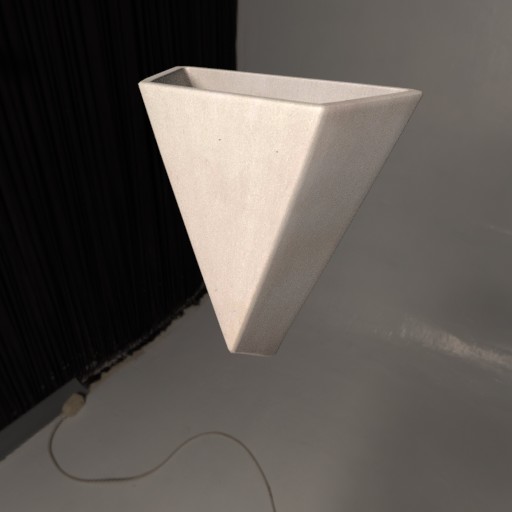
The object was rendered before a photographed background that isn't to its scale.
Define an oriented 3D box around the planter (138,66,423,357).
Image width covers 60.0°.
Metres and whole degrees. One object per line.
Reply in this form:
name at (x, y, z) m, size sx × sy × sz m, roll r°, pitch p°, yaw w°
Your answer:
planter at (0.000, 0.000, 0.269) m, size 0.150 × 0.197 × 0.060 m, roll 19°, pitch 35°, yaw 29°
